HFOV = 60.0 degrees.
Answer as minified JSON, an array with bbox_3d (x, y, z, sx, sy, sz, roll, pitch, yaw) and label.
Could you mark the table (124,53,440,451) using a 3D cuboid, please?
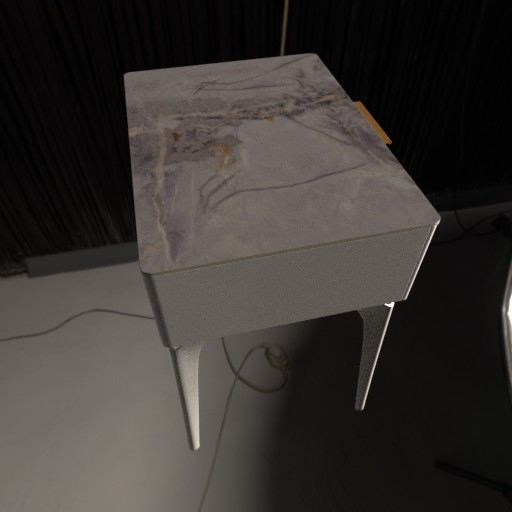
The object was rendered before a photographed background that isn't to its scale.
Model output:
[{"bbox_3d":[0.000,0.000,0.897,0.400,0.570,0.500,-10,48,-9],"label":"table"}]
